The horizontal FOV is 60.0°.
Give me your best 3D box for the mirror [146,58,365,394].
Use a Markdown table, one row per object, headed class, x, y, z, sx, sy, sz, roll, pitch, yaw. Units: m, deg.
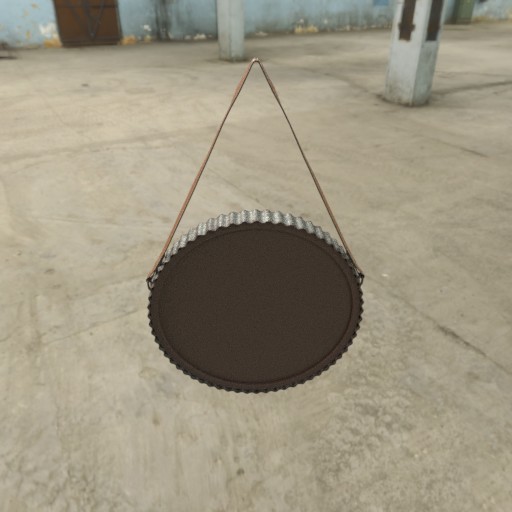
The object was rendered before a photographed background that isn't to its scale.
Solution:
| class | x | y | z | sx | sy | sz | roll | pitch | yaw |
| --- | --- | --- | --- | --- | --- | --- | --- | --- | --- |
| mirror | 0.000 | 0.000 | 0.694 | 0.355 | 0.568 | 0.042 | -1 | 30 | -2 |
